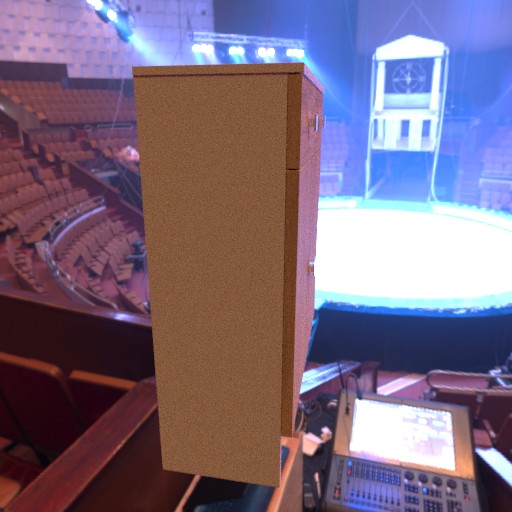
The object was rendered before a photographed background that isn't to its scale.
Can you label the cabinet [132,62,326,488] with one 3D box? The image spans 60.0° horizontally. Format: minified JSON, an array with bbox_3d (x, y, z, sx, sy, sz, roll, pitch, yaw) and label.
[{"bbox_3d":[0.000,0.000,1.102,0.296,0.815,0.600,3,17,11],"label":"cabinet"}]
